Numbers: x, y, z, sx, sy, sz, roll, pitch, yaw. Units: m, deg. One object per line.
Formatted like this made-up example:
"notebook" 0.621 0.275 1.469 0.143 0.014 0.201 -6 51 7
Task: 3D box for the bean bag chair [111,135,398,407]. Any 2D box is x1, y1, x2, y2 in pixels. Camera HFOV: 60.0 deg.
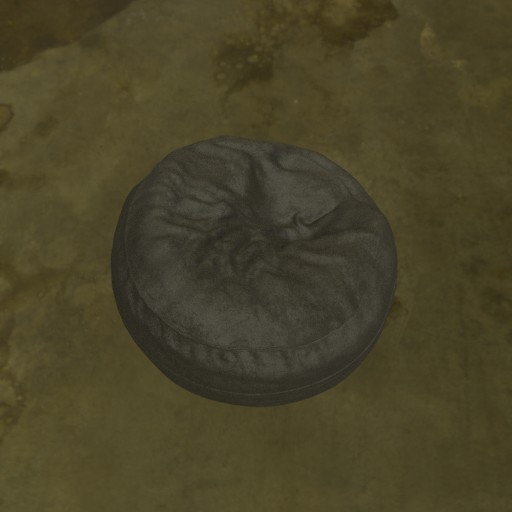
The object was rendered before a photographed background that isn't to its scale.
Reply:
"bean bag chair" 0.000 0.000 2.399 1.525 0.751 1.525 0 59 0
